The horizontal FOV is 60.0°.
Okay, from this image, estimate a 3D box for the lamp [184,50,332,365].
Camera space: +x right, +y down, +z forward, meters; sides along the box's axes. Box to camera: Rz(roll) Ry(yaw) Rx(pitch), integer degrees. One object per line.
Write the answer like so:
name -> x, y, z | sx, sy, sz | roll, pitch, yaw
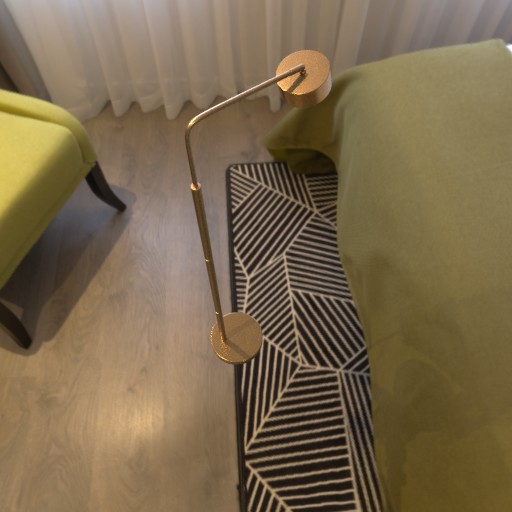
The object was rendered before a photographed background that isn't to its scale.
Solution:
lamp -> 0.000, 0.000, 1.403 | 0.418, 1.230, 0.219 | -31, 64, -17
